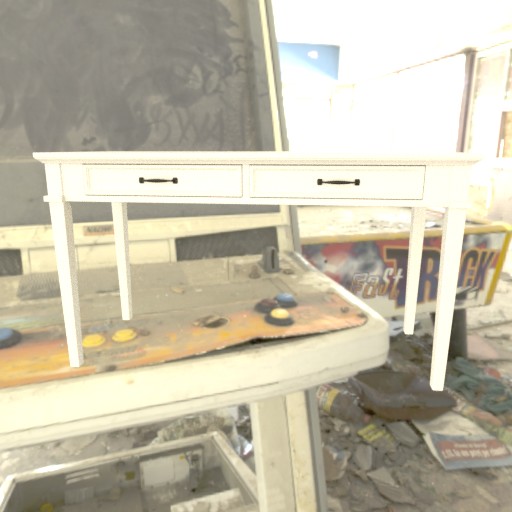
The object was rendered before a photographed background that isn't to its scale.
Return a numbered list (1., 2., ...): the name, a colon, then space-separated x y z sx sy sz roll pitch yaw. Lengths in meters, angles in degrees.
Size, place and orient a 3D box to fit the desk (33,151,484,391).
1. desk: 0.000 0.000 1.696 1.372 0.774 0.559 2 14 7
